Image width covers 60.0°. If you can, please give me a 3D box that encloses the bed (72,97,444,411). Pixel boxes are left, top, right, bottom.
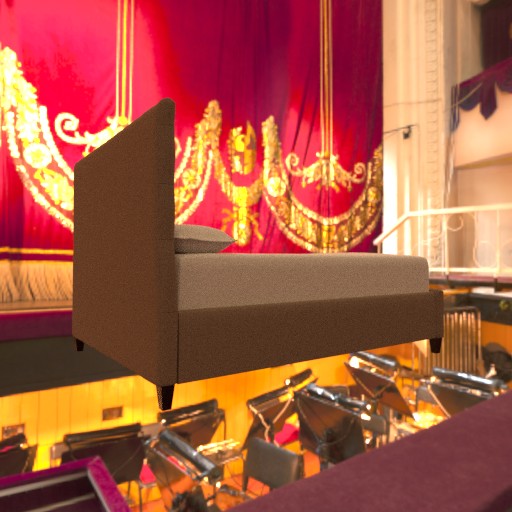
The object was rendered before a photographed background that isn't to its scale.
[{"bbox_3d":[0.000,0.000,3.306,2.233,1.426,1.696,0,-1,-35],"label":"bed"}]
